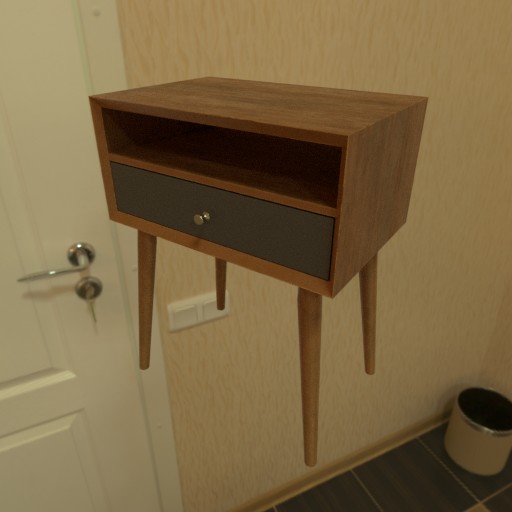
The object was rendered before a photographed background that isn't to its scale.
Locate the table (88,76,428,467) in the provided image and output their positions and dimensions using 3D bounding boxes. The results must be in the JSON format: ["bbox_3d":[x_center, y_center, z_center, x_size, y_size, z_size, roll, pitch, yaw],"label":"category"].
[{"bbox_3d":[0.000,0.000,0.847,0.454,0.580,0.307,18,34,30],"label":"table"}]
